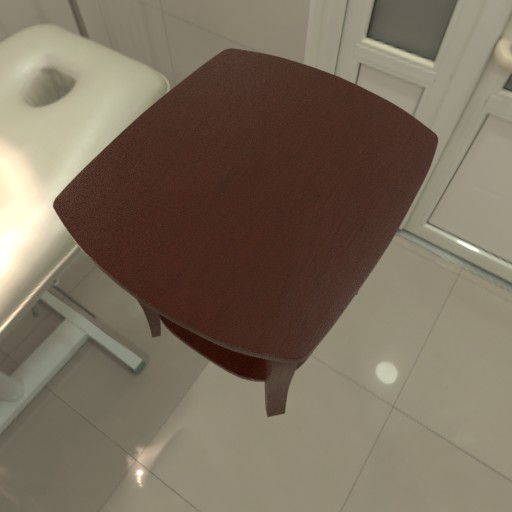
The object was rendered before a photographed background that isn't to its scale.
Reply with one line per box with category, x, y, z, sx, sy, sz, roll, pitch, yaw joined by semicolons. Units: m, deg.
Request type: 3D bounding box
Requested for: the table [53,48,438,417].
table;0.000;0.000;0.859;0.433;0.496;0.502;30;64;17
